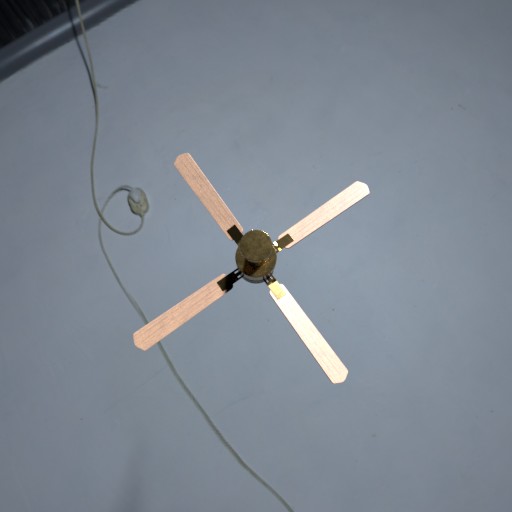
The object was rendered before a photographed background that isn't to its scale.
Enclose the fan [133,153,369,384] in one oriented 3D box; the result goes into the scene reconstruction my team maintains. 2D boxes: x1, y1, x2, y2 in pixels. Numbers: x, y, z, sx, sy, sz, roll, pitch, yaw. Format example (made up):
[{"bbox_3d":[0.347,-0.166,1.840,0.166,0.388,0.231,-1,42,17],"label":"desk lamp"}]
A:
[{"bbox_3d":[0.000,0.000,1.963,1.320,0.355,1.320,-35,79,-8],"label":"fan"}]
